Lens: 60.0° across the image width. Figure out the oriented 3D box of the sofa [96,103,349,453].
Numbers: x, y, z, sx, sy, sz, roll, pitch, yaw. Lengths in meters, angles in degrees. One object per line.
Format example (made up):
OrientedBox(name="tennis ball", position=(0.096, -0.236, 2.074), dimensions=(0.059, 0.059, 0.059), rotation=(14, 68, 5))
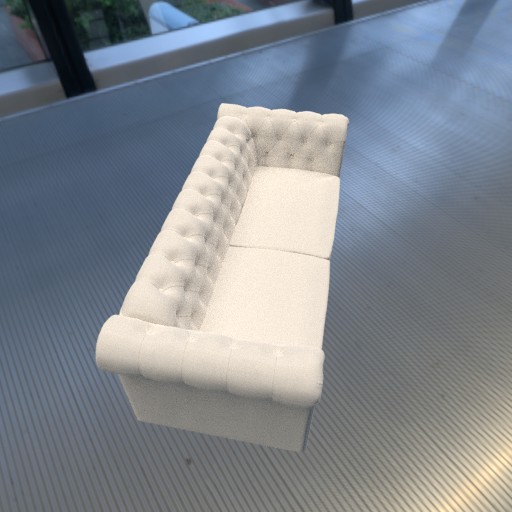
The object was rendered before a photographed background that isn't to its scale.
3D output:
OrientedBox(name="sofa", position=(0.000, 0.000, 2.280), dimensions=(0.771, 0.796, 1.798), rotation=(8, 46, 8))
